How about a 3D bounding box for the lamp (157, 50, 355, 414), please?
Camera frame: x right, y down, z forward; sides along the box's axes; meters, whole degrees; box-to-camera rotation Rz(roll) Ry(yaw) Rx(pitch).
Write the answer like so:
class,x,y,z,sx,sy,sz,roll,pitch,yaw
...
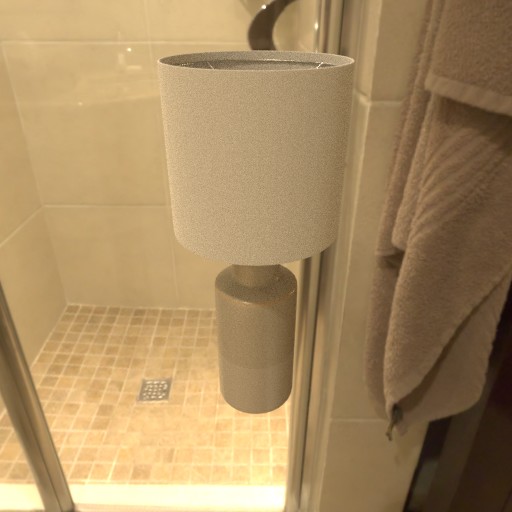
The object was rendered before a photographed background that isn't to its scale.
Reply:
class,x,y,z,sx,sy,sz,roll,pitch,yaw
lamp,0.000,0.000,0.603,0.212,0.493,0.212,-20,35,-32
